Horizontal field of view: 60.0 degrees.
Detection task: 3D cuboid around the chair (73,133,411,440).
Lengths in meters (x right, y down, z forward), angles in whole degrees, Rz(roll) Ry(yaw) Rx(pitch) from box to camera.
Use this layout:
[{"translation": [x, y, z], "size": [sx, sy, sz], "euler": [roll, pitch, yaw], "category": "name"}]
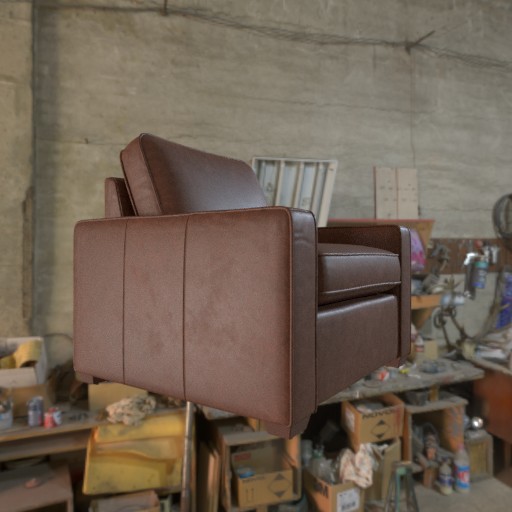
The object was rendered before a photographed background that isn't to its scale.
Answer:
[{"translation": [0.000, 0.000, 1.732], "size": [0.940, 0.919, 1.017], "euler": [0, 0, 35], "category": "chair"}]
